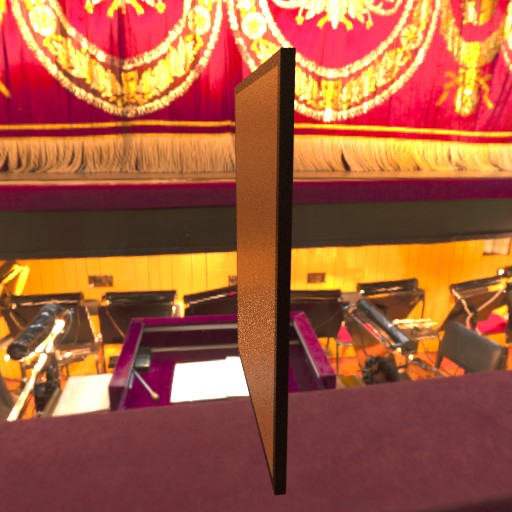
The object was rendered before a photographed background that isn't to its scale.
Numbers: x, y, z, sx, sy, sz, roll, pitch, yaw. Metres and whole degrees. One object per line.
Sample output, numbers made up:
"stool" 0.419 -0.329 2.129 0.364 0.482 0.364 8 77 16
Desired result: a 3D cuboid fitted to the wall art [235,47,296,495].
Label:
"wall art" 0.000 0.000 1.339 0.030 1.027 0.774 -2 16 -9
